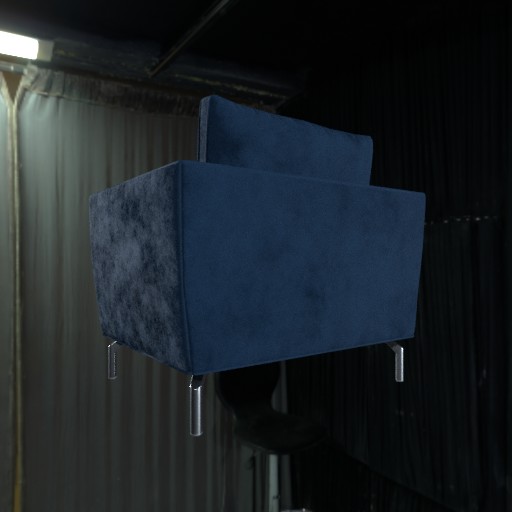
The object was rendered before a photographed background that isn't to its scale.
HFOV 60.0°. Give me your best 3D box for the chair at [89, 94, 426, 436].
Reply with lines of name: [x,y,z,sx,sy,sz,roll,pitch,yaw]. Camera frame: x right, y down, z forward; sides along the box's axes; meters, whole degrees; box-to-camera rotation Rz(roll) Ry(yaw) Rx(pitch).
chair: [0.000,0.000,1.591,0.977,0.893,0.746,0,0,-36]
